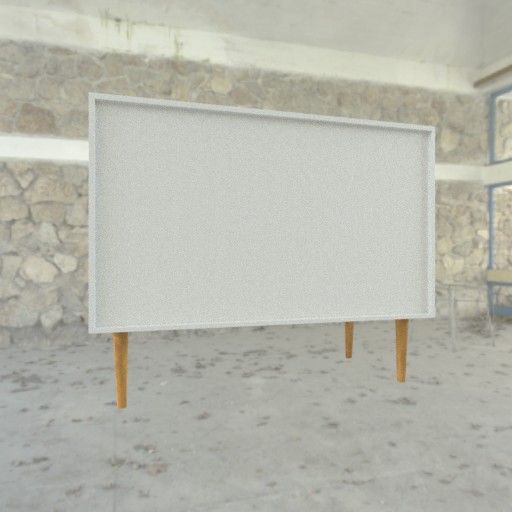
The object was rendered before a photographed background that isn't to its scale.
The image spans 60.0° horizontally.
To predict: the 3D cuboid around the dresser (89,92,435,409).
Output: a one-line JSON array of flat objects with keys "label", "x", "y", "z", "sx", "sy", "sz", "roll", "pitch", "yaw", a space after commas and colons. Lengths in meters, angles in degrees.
[{"label": "dresser", "x": 0.000, "y": 0.000, "z": 1.324, "sx": 0.905, "sy": 0.721, "sz": 0.457, "roll": 0, "pitch": 0, "yaw": -17}]
